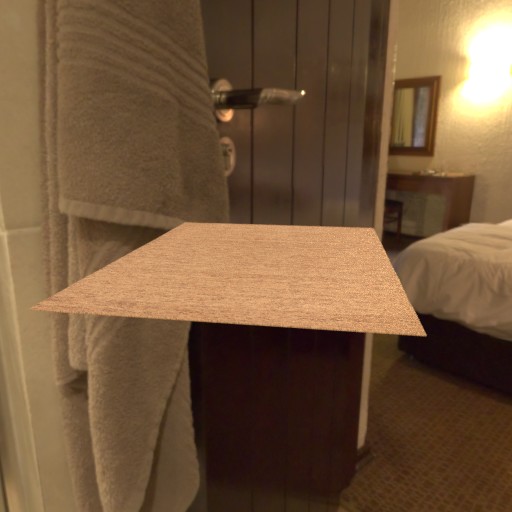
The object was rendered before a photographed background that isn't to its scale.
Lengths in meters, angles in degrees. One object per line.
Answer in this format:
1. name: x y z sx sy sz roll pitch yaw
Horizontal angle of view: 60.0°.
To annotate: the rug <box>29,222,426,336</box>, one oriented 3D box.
1. rug: 0.000 0.000 4.187 2.448 0.013 3.205 2 15 9
